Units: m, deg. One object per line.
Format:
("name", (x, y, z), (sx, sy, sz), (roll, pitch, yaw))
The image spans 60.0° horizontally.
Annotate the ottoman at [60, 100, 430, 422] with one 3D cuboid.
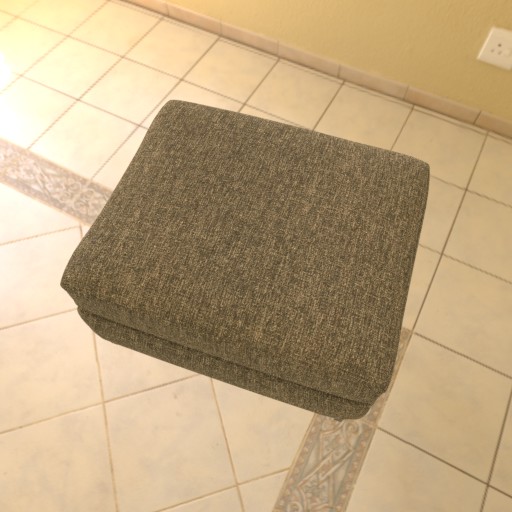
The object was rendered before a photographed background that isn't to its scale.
("ottoman", (0.000, 0.000, 1.243), (0.828, 0.480, 0.683), (17, 63, 9))
